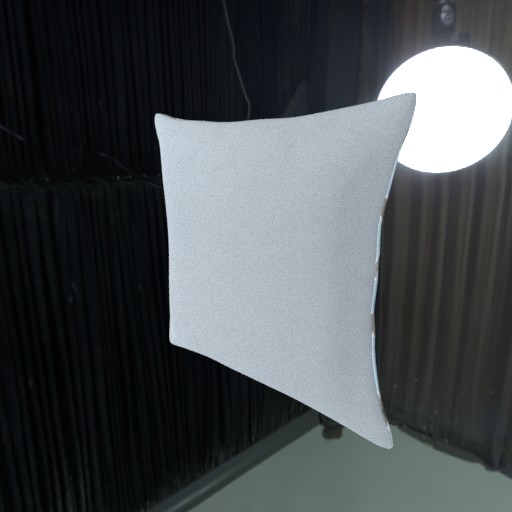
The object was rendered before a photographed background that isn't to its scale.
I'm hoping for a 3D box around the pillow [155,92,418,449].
[{"bbox_3d":[0.000,0.000,0.785,0.552,0.508,0.166,13,18,42],"label":"pillow"}]
